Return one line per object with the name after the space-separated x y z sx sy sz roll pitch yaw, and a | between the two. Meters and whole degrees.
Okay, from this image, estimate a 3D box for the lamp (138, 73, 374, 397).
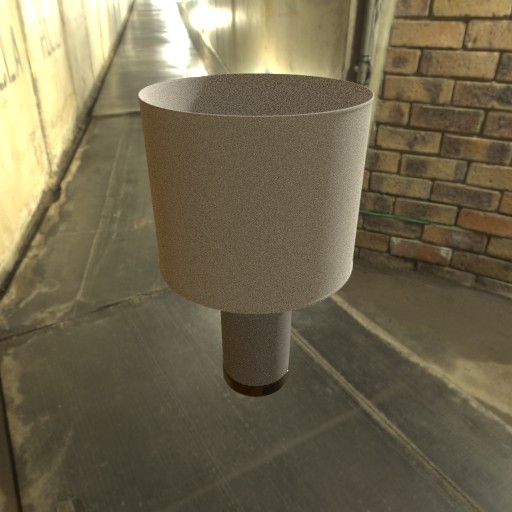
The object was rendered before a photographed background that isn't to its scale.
0.000 0.000 0.534 0.229 0.380 0.229 0 30 0 | lamp
